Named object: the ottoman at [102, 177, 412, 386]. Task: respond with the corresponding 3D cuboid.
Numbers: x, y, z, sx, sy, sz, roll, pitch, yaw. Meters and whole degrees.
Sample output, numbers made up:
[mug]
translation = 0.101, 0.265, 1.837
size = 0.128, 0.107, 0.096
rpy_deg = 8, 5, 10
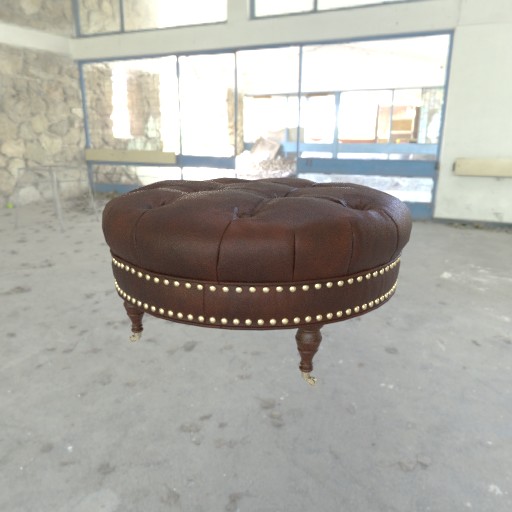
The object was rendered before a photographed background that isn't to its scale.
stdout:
[ottoman]
translation = 0.000, 0.000, 1.380
size = 0.901, 0.455, 0.901
rpy_deg = 0, 15, 0
